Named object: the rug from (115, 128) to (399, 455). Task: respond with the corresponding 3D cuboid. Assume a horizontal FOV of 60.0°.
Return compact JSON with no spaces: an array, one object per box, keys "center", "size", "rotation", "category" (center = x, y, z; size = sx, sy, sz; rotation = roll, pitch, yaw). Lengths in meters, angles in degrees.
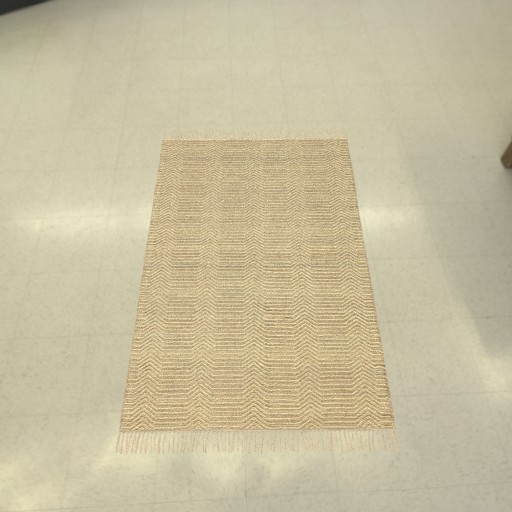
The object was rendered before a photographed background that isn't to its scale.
[{"center":[0.000,0.000,3.048],"size":[1.528,0.034,2.523],"rotation":[0,58,0],"category":"rug"}]
